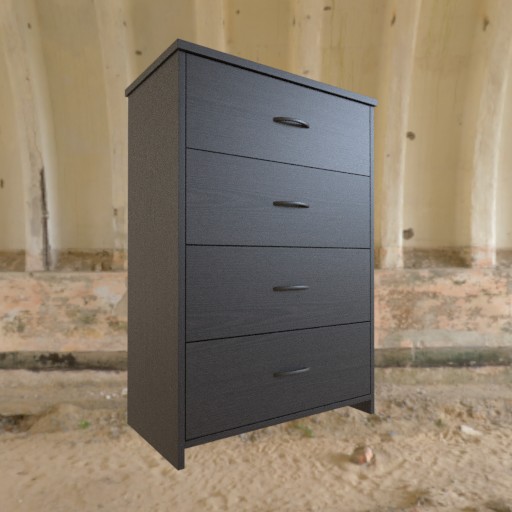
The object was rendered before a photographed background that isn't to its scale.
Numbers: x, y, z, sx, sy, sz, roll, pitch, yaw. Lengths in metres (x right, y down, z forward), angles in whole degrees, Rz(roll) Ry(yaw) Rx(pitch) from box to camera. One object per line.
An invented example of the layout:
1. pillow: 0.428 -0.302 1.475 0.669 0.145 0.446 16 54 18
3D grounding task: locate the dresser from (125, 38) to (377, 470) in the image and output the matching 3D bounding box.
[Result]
1. dresser: 0.000 0.000 1.392 0.704 1.020 0.399 0 -1 -35
